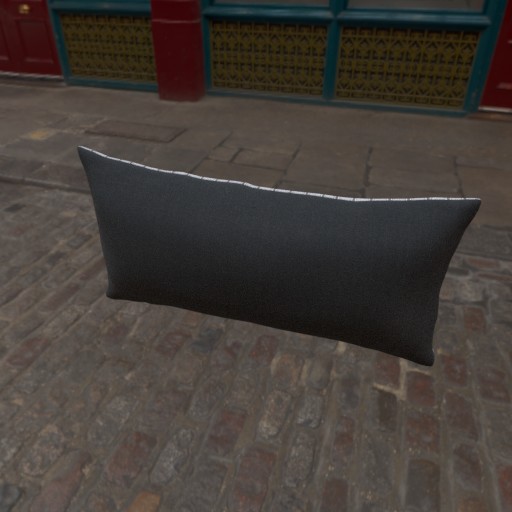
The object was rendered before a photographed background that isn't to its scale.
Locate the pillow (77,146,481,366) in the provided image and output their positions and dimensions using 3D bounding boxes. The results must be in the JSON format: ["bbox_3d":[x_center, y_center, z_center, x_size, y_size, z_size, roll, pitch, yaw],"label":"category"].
[{"bbox_3d":[0.000,0.000,0.721,0.609,0.305,0.151,9,33,14],"label":"pillow"}]
